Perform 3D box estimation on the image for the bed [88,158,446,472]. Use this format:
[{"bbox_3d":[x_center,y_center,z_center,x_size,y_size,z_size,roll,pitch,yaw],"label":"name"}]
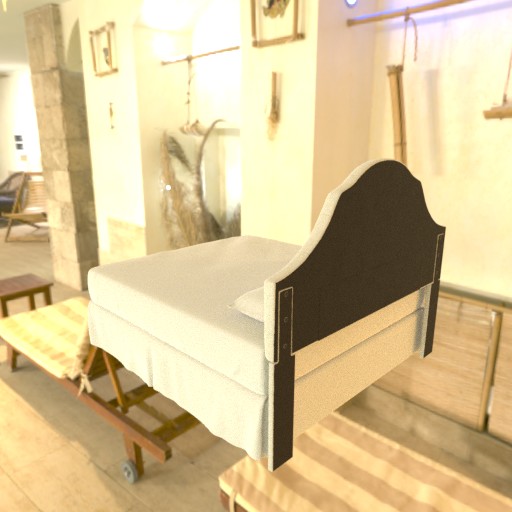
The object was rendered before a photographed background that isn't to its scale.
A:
[{"bbox_3d":[0.000,0.000,3.585,2.008,1.615,2.214,-14,21,-43],"label":"bed"}]
